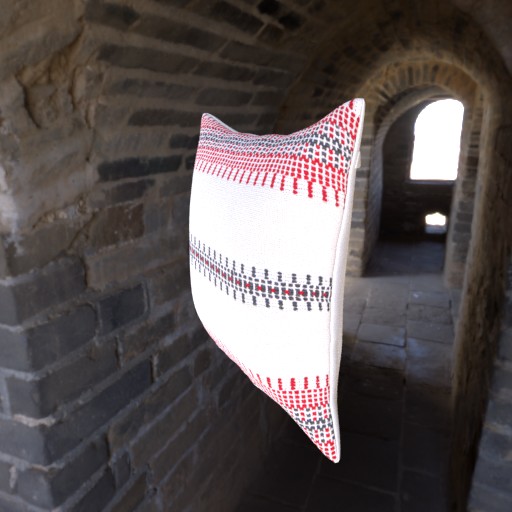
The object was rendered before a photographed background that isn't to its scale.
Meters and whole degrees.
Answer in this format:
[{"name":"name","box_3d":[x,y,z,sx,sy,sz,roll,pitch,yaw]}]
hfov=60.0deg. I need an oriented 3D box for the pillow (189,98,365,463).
[{"name":"pillow","box_3d":[0.000,0.000,0.713,0.160,0.454,0.463,-8,18,-26]}]
